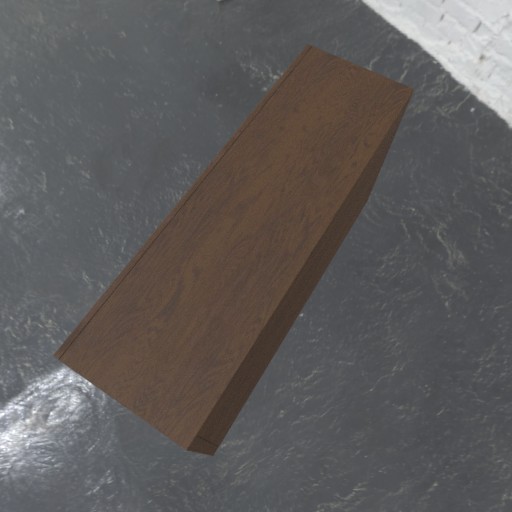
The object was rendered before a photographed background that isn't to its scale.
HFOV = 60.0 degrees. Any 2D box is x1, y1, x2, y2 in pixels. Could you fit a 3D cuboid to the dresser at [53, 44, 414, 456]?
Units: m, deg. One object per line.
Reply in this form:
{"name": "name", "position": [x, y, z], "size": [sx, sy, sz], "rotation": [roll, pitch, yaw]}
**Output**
{"name": "dresser", "position": [0.000, 0.000, 1.914], "size": [0.512, 0.889, 1.523], "rotation": [29, 68, 13]}
